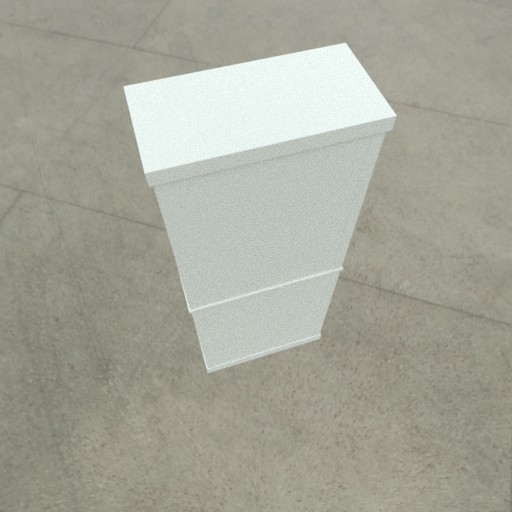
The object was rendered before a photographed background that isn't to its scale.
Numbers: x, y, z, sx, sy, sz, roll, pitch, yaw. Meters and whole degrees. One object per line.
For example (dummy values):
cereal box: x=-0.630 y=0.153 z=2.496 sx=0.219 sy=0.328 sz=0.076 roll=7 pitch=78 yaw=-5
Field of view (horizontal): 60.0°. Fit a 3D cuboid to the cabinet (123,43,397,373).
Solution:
cabinet: x=0.000 y=0.000 z=2.131 sx=0.754 sy=1.829 sz=0.390 roll=-15 pitch=60 yaw=-9
